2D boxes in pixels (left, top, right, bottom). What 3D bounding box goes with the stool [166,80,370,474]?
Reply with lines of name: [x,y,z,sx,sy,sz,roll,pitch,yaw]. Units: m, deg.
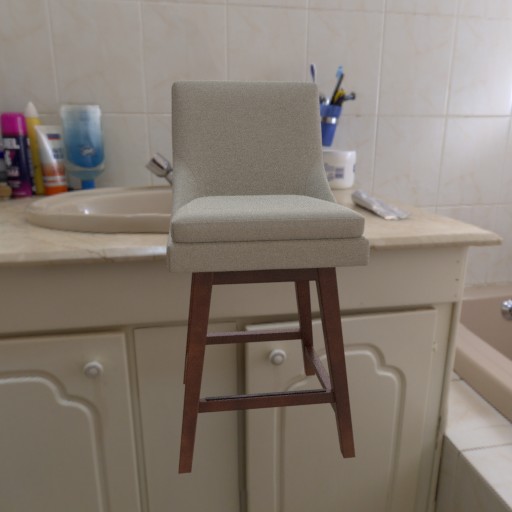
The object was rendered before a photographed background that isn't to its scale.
stool: [0.000,0.000,1.267,0.469,0.991,0.559,-2,16,-7]
